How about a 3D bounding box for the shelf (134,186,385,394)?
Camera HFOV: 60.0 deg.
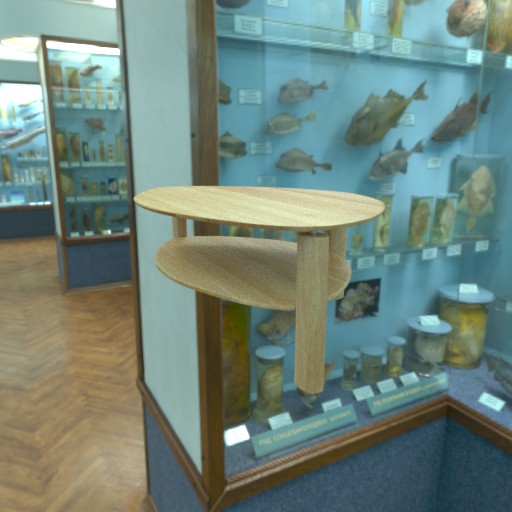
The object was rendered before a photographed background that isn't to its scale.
[{"bbox_3d":[0.000,0.000,1.670,0.845,0.440,1.246,-7,15,-26],"label":"shelf"}]
